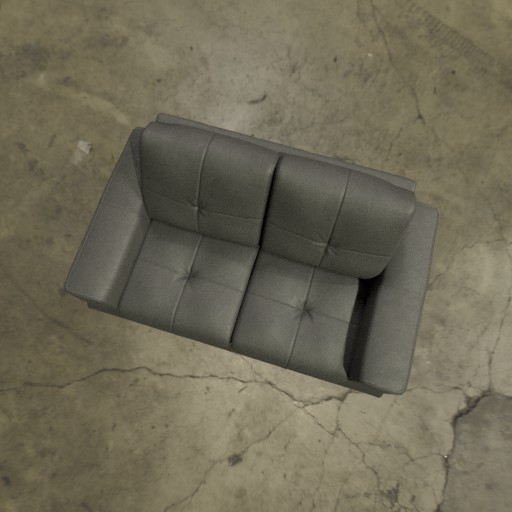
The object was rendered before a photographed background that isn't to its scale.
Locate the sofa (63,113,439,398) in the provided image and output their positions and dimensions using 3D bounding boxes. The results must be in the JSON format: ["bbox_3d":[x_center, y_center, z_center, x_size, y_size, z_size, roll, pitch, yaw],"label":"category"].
[{"bbox_3d":[0.000,0.000,2.385,1.806,0.907,1.018,16,75,5],"label":"sofa"}]
